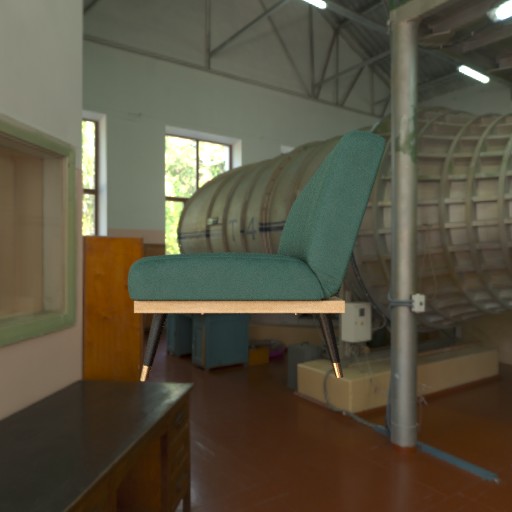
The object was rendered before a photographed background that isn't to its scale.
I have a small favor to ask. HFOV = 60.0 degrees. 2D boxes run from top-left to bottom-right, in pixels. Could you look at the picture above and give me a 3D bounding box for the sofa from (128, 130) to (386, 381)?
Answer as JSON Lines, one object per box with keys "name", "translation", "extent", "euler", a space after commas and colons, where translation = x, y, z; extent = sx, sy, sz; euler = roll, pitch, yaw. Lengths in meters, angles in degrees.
{"name": "sofa", "translation": [0.000, 0.000, 2.294], "extent": [0.830, 0.820, 1.810], "euler": [0, 0, 0]}
